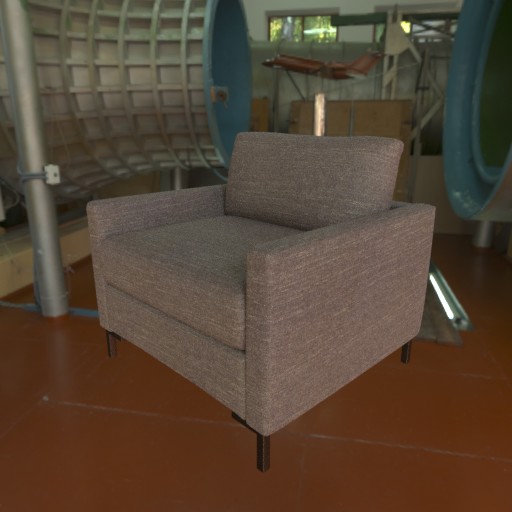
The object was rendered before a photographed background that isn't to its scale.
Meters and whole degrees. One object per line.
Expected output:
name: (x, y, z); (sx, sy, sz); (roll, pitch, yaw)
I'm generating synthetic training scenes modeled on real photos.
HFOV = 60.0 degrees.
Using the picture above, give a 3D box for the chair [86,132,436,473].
chair: (0.000, 0.000, 1.588); (0.845, 0.841, 0.940); (-16, 23, -42)
